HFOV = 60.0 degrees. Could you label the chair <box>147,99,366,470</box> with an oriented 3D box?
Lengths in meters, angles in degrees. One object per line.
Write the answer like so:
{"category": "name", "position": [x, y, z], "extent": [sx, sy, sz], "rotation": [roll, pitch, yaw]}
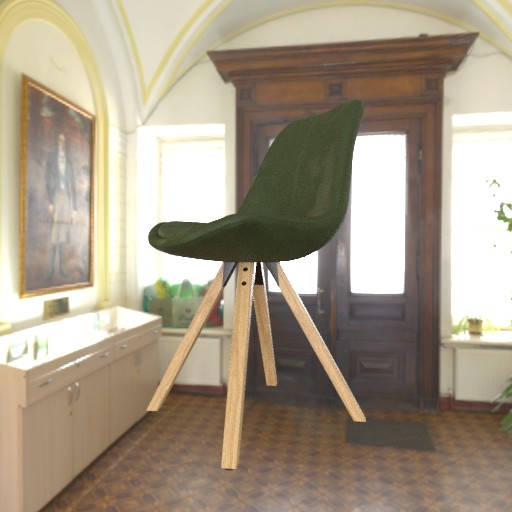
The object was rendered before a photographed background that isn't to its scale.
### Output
{"category": "chair", "position": [0.000, 0.000, 1.192], "extent": [0.547, 0.865, 0.483], "rotation": [0, 1, -36]}
